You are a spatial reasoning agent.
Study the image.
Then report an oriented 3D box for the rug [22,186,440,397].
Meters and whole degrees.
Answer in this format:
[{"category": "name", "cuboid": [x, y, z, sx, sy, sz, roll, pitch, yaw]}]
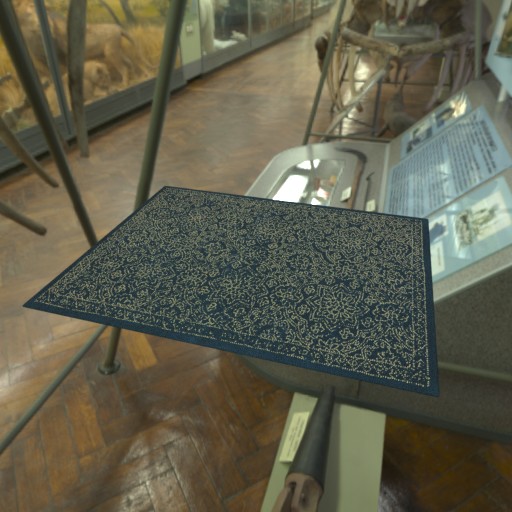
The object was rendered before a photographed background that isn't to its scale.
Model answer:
[{"category": "rug", "cuboid": [0.000, 0.000, 4.035, 3.048, 0.010, 2.438, 9, 33, 14]}]
